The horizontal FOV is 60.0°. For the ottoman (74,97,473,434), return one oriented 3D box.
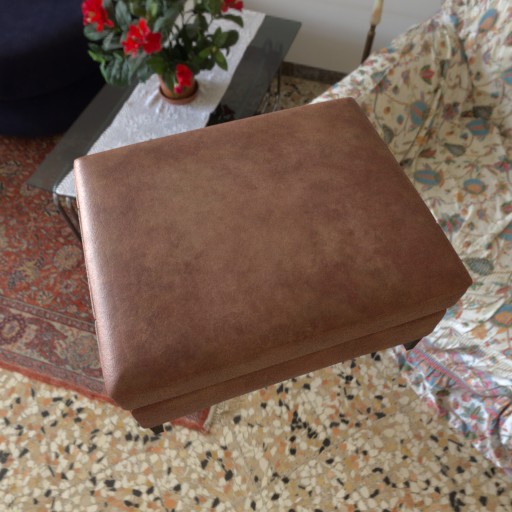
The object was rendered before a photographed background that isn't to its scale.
[{"bbox_3d":[0.000,0.000,1.779,1.186,0.667,0.965,-16,60,-9],"label":"ottoman"}]
